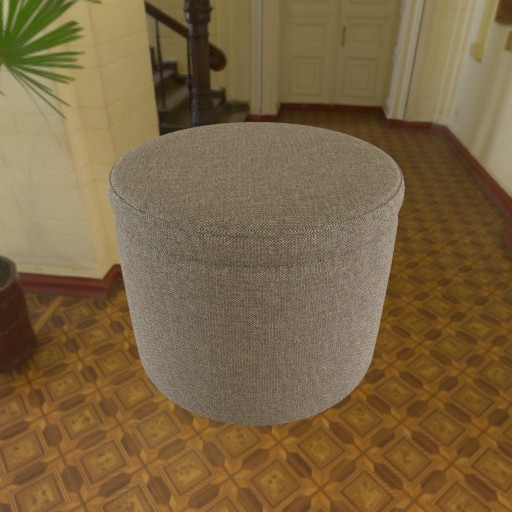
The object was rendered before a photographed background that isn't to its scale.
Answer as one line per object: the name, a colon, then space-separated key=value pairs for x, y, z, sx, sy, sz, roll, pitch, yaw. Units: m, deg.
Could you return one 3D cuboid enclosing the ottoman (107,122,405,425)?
ottoman: x=0.000 y=0.000 z=0.896 sx=0.520 sy=0.430 sz=0.520 roll=0 pitch=32 yaw=0
